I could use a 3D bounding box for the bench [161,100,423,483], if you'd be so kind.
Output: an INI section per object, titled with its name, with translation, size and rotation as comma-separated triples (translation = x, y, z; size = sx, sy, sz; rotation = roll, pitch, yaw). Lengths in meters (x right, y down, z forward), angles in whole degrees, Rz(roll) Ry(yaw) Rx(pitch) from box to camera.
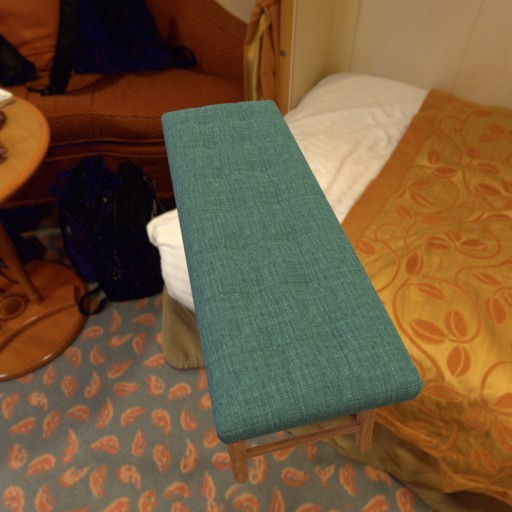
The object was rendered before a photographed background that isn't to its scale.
[bench]
translation = 0.000, 0.000, 1.306
size = 0.406, 0.432, 1.118
rotation = -10, 48, -9
